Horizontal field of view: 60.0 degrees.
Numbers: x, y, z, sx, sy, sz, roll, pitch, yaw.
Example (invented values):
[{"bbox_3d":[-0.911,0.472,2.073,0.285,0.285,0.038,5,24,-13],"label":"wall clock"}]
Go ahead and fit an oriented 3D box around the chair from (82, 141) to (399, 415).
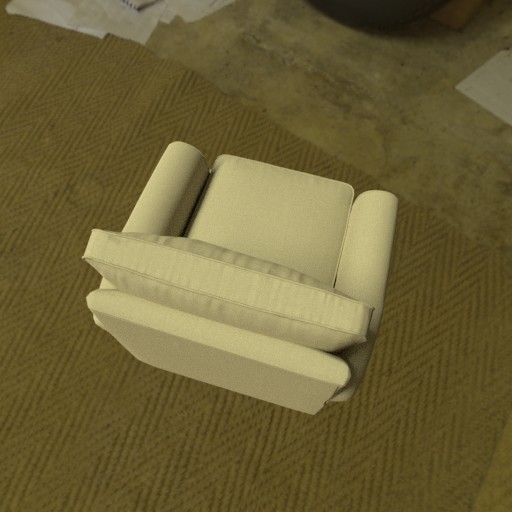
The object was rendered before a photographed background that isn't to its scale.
[{"bbox_3d":[0.000,0.000,1.788,1.029,0.967,0.966,15,65,7],"label":"chair"}]
